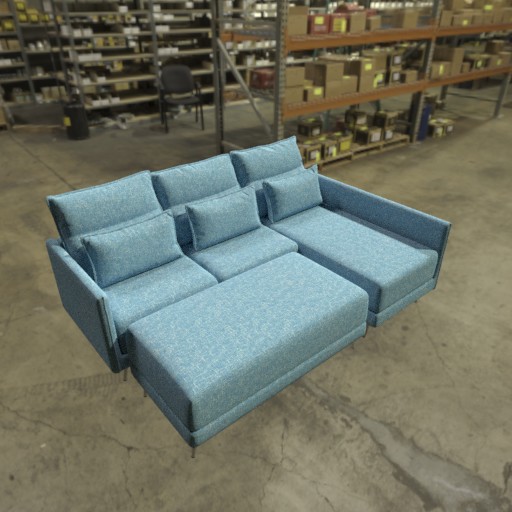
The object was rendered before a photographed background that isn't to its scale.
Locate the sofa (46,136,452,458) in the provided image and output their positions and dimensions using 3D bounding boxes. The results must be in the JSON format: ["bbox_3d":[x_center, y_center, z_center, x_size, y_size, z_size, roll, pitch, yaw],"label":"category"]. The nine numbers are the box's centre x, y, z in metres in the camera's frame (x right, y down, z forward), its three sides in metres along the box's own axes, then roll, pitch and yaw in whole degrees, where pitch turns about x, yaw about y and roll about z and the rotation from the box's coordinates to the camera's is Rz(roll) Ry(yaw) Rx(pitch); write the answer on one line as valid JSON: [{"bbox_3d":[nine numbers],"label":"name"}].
[{"bbox_3d":[0.000,0.000,2.757,2.034,0.899,1.420,-23,38,-33],"label":"sofa"}]
